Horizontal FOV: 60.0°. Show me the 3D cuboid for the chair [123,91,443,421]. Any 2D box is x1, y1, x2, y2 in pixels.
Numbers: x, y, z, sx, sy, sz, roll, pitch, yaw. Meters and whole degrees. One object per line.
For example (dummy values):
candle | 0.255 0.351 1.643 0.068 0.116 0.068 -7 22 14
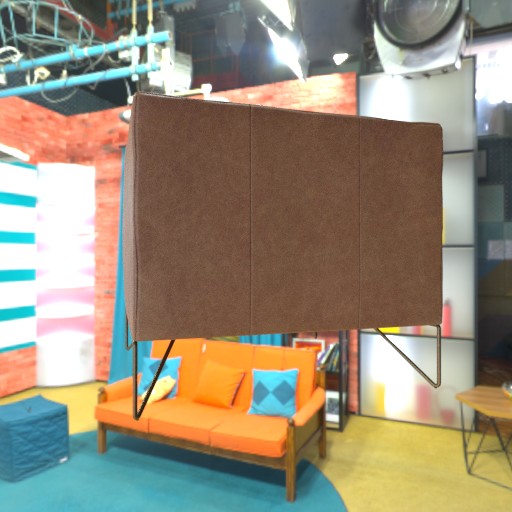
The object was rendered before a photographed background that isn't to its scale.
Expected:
chair | 0.000 0.000 1.607 0.920 0.797 0.912 0 0 -18
